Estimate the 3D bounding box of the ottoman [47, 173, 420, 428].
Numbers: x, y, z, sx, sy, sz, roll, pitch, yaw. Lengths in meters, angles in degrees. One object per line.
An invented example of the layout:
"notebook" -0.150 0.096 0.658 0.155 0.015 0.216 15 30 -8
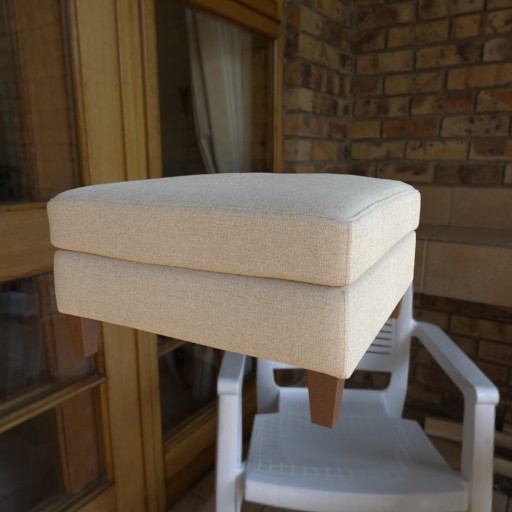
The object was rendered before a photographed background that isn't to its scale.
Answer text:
"ottoman" 0.000 0.000 1.364 0.838 0.503 0.838 6 14 27
